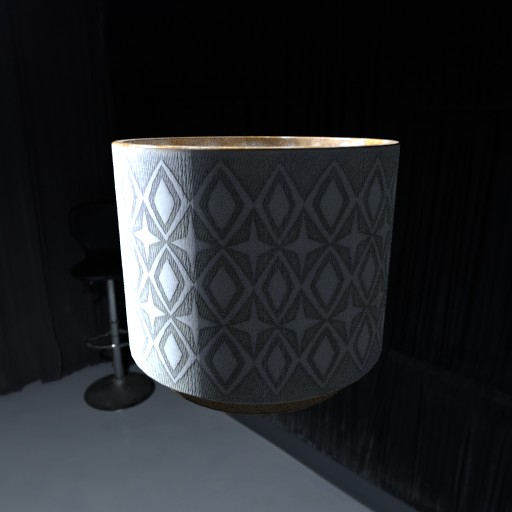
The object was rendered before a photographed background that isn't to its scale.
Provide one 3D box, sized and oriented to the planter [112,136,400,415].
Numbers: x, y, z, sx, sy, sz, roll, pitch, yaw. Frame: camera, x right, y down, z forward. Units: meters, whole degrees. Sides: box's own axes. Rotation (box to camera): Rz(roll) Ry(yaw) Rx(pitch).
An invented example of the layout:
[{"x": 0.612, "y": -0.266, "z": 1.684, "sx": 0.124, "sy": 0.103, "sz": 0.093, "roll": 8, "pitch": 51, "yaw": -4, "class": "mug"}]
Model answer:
[{"x": 0.000, "y": 0.000, "z": 0.441, "sx": 0.255, "sy": 0.223, "sz": 0.255, "roll": 0, "pitch": 17, "yaw": 0, "class": "planter"}]
